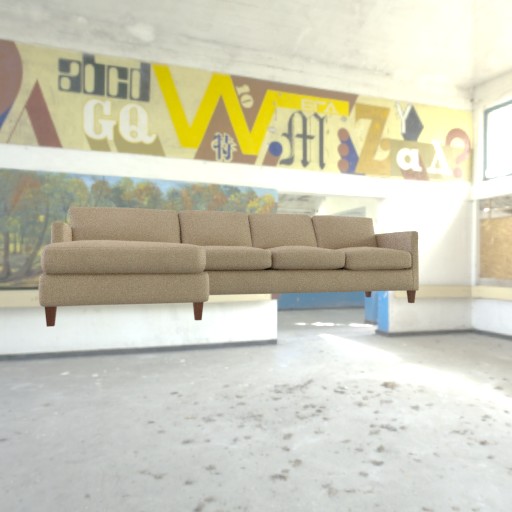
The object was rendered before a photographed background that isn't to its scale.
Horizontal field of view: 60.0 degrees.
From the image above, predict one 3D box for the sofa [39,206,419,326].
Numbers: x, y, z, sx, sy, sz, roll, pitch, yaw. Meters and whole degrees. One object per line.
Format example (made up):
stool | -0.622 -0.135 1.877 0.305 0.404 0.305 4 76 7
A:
sofa | 0.000 0.000 3.770 3.201 0.876 1.502 0 -1 -18
